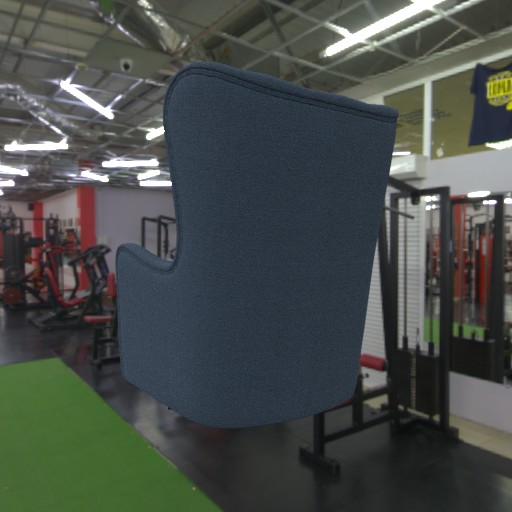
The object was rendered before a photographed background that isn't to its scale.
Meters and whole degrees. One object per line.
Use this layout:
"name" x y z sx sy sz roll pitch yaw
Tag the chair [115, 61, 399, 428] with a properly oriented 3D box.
"chair" 0.000 0.000 1.660 0.831 1.079 0.930 -1 2 -34
